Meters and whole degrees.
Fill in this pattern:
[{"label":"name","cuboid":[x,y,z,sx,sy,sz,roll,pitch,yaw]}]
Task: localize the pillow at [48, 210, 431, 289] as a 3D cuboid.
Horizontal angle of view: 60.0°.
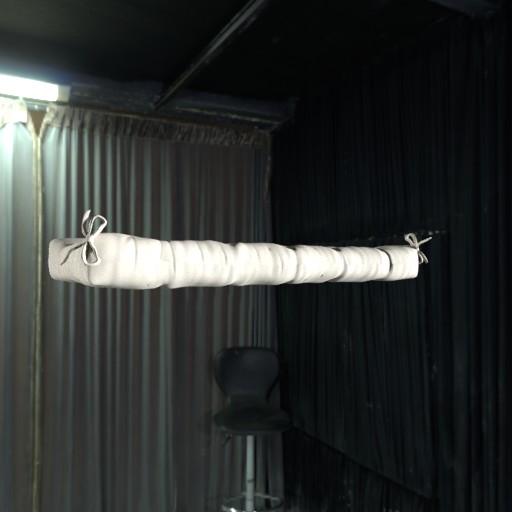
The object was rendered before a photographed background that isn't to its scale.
[{"label":"pillow","cuboid":[0.000,0.000,1.378,1.194,0.174,0.511,1,-1,-35]}]
